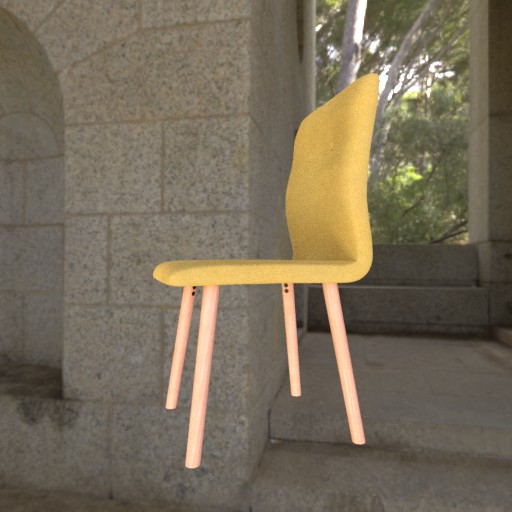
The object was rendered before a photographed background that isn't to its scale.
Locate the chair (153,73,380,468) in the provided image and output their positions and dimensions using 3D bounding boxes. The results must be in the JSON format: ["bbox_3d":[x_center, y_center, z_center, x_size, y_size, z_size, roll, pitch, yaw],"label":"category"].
[{"bbox_3d":[0.000,0.000,1.286,0.550,0.965,0.450,0,-1,-18],"label":"chair"}]
